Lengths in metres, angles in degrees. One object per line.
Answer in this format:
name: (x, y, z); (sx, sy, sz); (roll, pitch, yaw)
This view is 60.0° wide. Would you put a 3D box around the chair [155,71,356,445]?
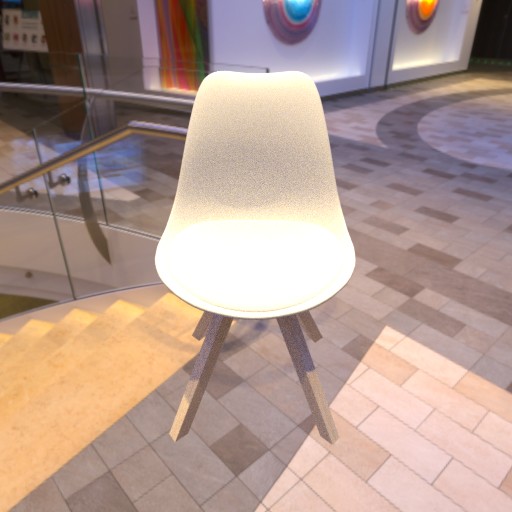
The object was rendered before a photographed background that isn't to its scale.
chair: (0.000, 0.000, 1.179); (0.485, 0.850, 0.550); (1, 30, 1)
